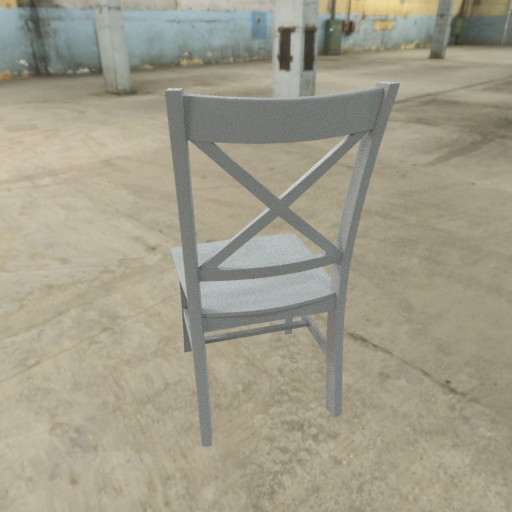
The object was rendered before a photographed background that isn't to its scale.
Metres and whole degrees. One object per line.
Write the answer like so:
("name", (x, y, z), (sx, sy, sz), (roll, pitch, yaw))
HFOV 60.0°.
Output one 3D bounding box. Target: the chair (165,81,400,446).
("chair", (0.000, 0.000, 1.298), (0.485, 0.983, 0.542), (-7, 28, -14))
